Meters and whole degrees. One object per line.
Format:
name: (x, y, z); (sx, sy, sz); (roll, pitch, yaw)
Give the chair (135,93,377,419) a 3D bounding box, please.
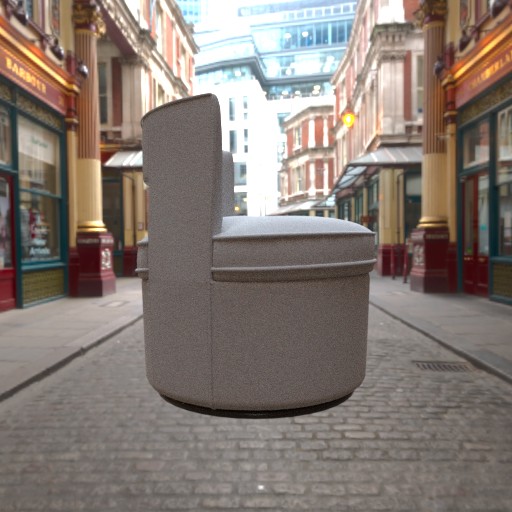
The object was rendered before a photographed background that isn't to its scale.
chair: (0.000, 0.000, 1.256); (0.665, 0.723, 0.650); (0, 1, 0)
